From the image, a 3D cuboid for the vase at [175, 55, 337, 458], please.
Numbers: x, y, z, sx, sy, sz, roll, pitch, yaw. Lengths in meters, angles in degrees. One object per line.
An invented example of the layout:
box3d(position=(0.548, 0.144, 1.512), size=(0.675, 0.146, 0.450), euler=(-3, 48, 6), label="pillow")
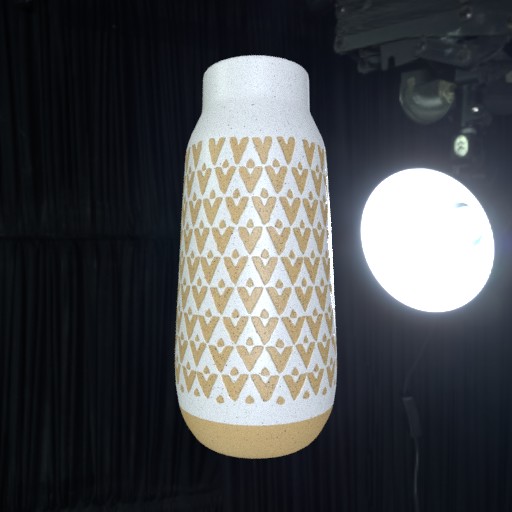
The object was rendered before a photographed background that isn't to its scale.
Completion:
box3d(position=(0.000, 0.000, 0.382), size=(0.137, 0.307, 0.137), euler=(0, 0, 0), label="vase")
